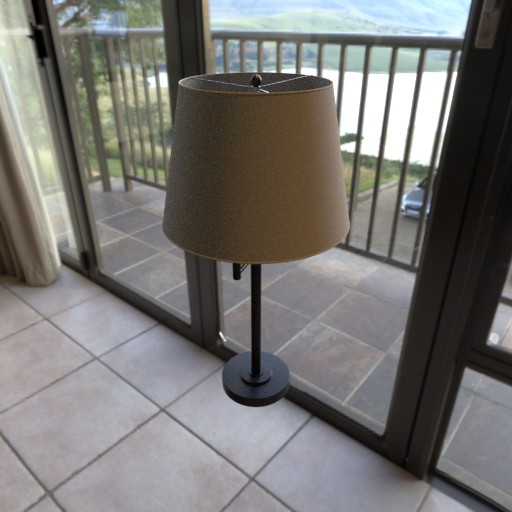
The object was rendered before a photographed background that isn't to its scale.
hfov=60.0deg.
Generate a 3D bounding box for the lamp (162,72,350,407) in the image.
[{"bbox_3d":[0.000,0.000,0.913,0.363,0.696,0.363,0,29,0],"label":"lamp"}]
